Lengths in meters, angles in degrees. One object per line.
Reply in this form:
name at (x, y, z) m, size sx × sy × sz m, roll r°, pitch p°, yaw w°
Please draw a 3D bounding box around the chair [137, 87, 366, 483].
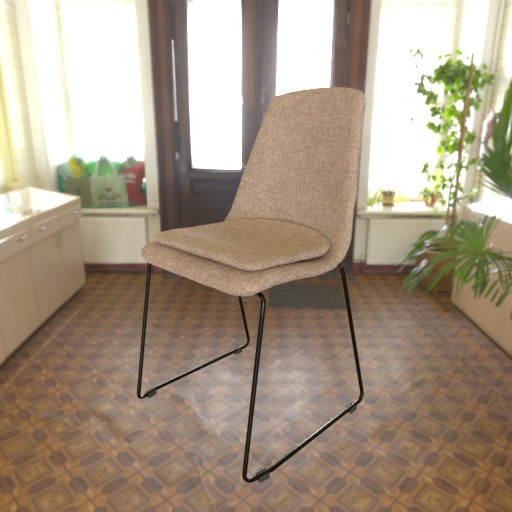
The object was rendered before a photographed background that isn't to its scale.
chair at (0.000, 0.000, 1.167) m, size 0.479 × 0.858 × 0.518 m, roll 16°, pitch 23°, yaw 42°
